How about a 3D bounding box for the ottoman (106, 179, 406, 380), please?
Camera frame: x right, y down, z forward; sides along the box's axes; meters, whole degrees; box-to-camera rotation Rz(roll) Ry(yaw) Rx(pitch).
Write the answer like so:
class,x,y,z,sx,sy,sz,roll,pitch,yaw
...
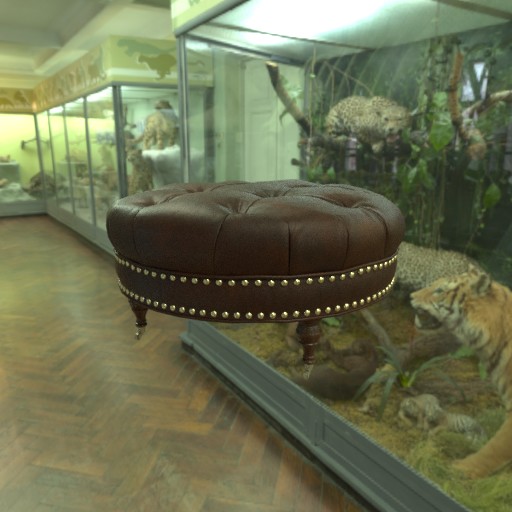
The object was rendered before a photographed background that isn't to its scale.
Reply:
class,x,y,z,sx,sy,sz,roll,pitch,yaw
ottoman,0.000,0.000,1.408,0.901,0.455,0.901,0,14,0
